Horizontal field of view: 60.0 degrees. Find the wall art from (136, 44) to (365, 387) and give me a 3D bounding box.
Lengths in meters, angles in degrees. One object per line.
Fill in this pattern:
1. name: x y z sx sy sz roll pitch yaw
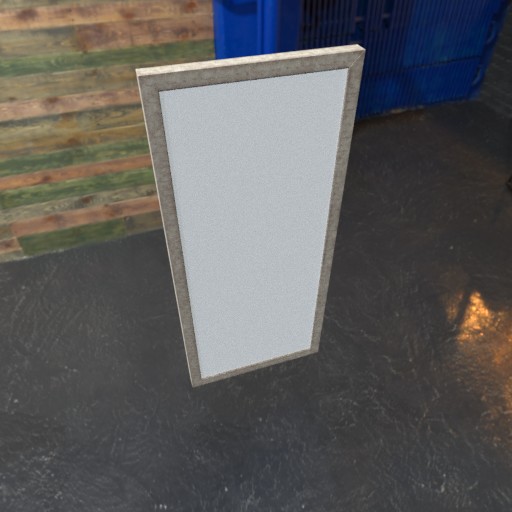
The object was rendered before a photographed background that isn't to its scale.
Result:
1. wall art: 0.000 0.000 1.707 0.648 1.461 0.051 -12 44 -13
